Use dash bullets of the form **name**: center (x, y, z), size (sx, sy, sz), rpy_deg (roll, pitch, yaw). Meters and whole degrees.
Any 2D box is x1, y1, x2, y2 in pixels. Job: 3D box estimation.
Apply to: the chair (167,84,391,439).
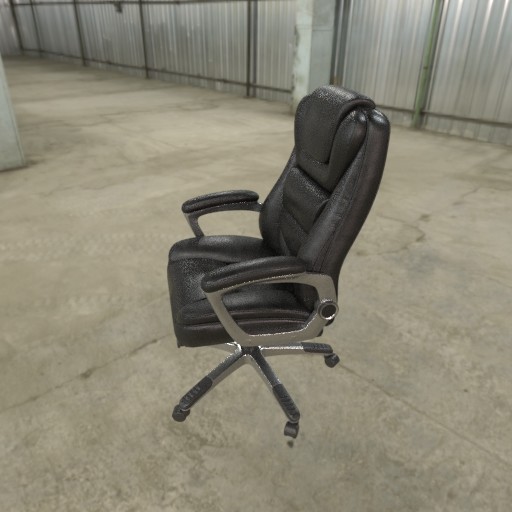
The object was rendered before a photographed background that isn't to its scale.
- **chair**: center (0.000, 0.000, 1.530), size (0.689, 1.075, 0.697), rpy_deg (-7, 29, -12)
